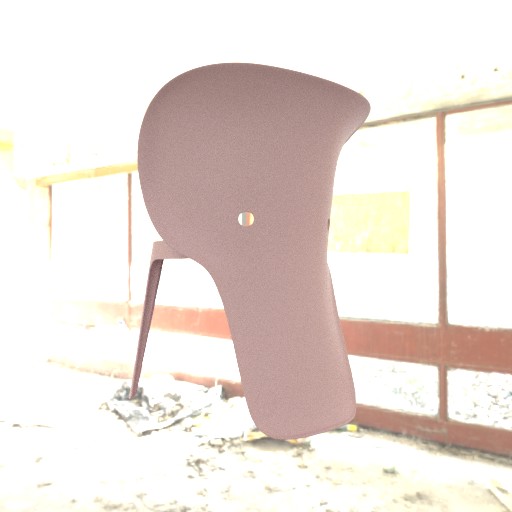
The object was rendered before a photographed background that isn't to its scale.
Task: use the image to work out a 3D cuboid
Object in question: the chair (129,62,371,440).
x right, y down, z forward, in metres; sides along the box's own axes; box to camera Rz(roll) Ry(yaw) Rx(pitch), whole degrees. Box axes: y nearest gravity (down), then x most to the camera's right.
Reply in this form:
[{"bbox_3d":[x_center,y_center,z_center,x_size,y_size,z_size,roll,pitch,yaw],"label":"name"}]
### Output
[{"bbox_3d":[0.000,0.000,0.849,0.451,0.554,0.402,1,-1,-37],"label":"chair"}]
